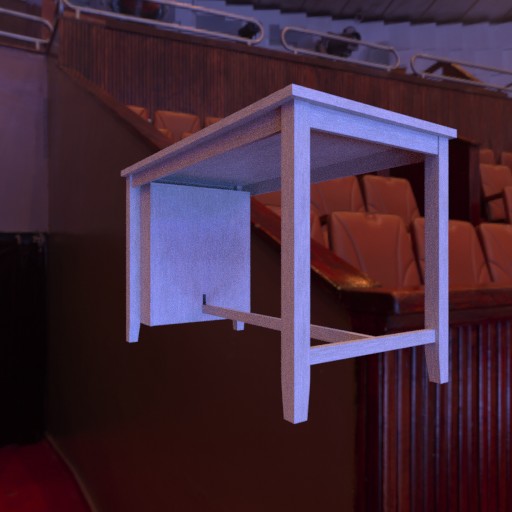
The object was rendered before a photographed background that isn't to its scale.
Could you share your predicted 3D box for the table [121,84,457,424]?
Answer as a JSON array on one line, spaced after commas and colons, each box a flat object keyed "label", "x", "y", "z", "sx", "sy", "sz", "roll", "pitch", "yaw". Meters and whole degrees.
[{"label": "table", "x": 0.000, "y": 0.000, "z": 1.906, "sx": 0.729, "sy": 0.874, "sz": 1.397, "roll": 0, "pitch": 0, "yaw": -34}]
